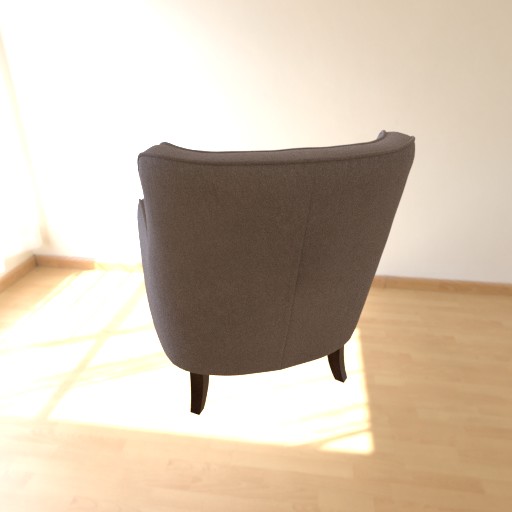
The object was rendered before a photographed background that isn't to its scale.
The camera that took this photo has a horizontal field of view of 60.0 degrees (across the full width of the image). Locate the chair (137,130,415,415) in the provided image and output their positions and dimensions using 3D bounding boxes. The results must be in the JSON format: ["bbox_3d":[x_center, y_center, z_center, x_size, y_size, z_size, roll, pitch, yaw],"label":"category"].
[{"bbox_3d":[0.000,0.000,1.582,0.781,0.919,0.910,-7,26,-16],"label":"chair"}]
